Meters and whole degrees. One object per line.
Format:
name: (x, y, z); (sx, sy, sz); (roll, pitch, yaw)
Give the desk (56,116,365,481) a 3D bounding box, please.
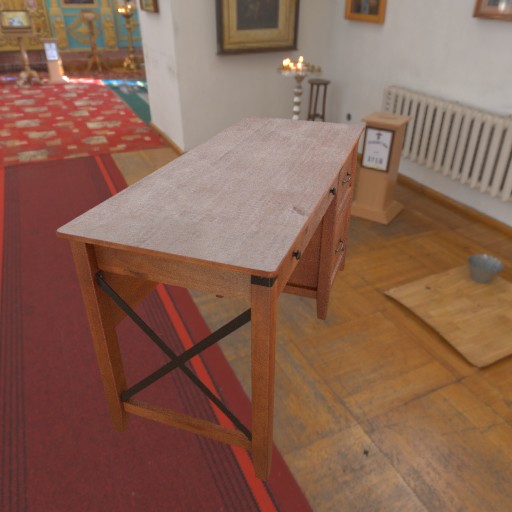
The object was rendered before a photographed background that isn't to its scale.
desk: (0.000, 0.000, 1.742); (0.574, 0.756, 1.353); (10, 31, 17)
